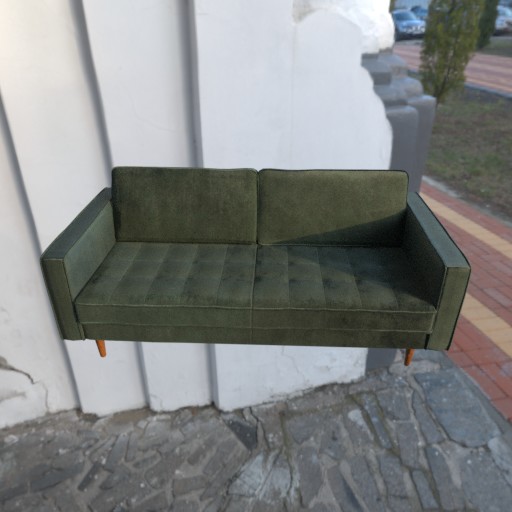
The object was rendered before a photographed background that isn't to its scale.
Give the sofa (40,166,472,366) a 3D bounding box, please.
[{"bbox_3d":[0.000,0.000,2.272,1.816,0.781,0.886,1,29,2],"label":"sofa"}]
